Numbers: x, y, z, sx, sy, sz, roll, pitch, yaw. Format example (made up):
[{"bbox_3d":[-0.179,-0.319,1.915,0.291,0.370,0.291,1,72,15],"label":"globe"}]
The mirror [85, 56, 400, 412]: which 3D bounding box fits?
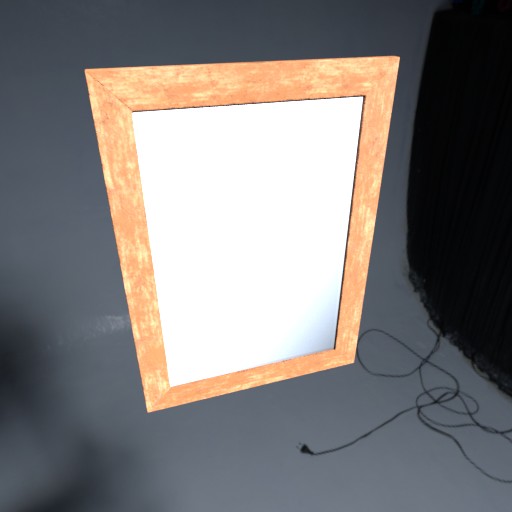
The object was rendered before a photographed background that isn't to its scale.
[{"bbox_3d":[0.000,0.000,1.362,0.796,1.099,0.028,-9,32,-15],"label":"mirror"}]
